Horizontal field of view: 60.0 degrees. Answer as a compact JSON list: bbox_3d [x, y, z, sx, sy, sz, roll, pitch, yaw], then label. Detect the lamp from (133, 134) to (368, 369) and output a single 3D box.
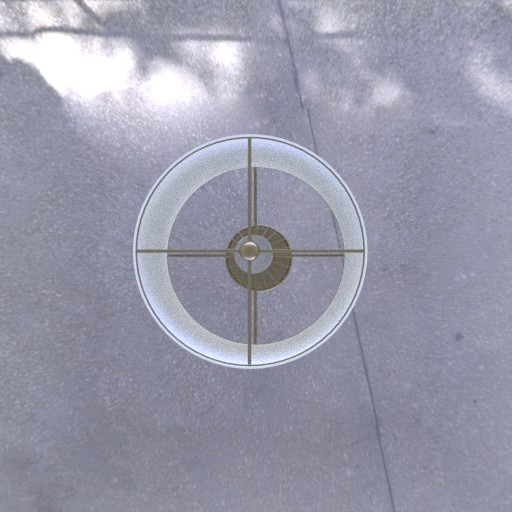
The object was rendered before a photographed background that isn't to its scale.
[{"bbox_3d":[0.000,0.000,0.790,0.303,0.618,0.303,0,89,1],"label":"lamp"}]
